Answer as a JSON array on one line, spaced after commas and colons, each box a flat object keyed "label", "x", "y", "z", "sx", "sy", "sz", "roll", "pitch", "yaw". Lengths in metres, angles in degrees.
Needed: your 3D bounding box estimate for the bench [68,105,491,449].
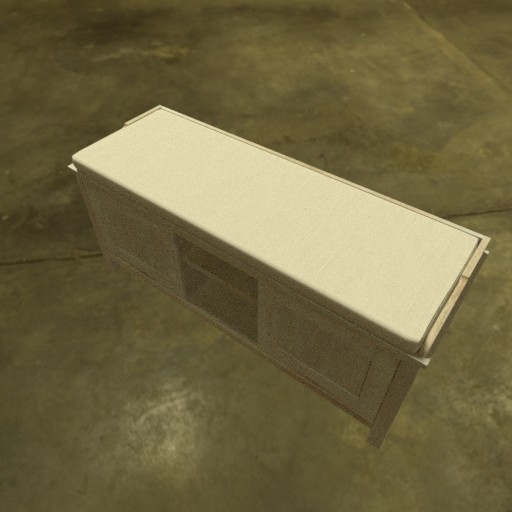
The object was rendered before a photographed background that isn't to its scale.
[{"label": "bench", "x": 0.000, "y": 0.000, "z": 1.365, "sx": 1.140, "sy": 0.501, "sz": 0.398, "roll": 28, "pitch": 52, "yaw": 25}]
